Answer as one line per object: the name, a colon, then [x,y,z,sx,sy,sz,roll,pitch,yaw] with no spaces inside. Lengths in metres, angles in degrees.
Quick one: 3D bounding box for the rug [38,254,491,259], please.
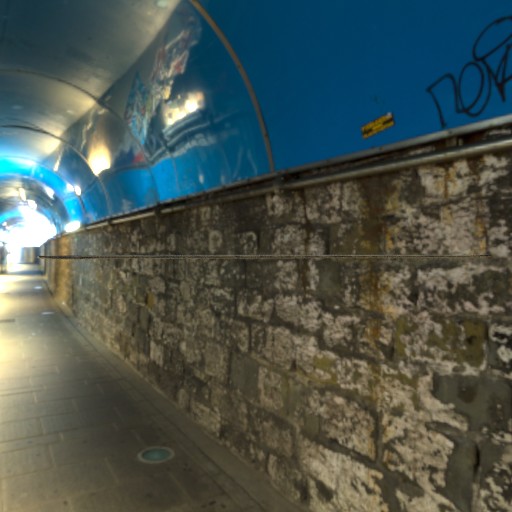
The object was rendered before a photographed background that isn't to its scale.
rug: [0.000,0.000,2.069,1.698,0.013,1.072,0,0,-18]
